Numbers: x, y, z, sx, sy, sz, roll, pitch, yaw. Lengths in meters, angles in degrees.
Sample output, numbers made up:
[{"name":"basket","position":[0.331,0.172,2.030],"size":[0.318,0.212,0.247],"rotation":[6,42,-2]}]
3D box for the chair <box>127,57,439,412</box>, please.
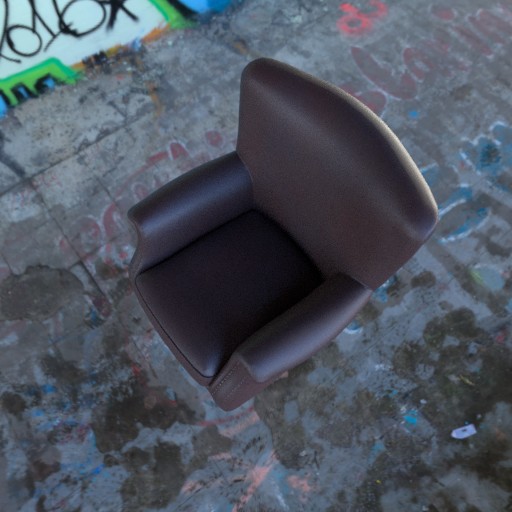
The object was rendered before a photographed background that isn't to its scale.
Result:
[{"name":"chair","position":[0.000,0.000,1.376],"size":[0.746,0.800,0.700],"rotation":[-35,69,-16]}]
